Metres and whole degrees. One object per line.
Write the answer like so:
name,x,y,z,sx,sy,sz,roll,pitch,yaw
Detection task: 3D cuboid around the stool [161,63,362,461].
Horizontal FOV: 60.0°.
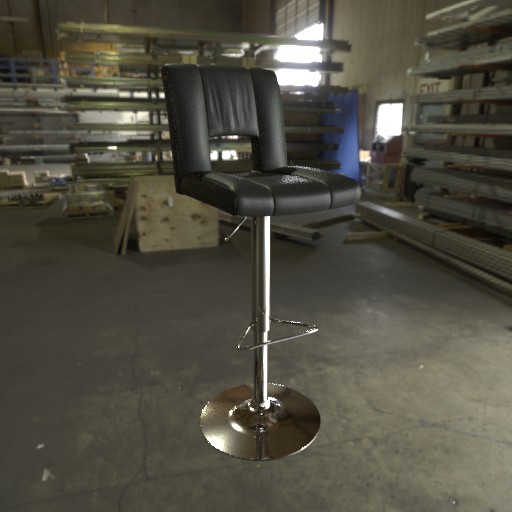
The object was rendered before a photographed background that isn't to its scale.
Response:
stool,0.000,0.000,1.391,0.415,1.151,0.520,-9,19,-27
